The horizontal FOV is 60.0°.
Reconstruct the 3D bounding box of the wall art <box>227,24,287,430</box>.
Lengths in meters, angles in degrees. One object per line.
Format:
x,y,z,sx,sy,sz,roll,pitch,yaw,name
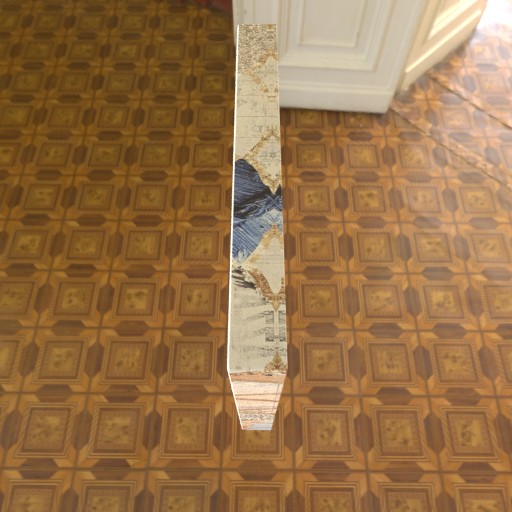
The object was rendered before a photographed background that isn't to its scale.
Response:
0.000,0.000,0.454,0.036,0.304,0.303,0,63,0,wall art
